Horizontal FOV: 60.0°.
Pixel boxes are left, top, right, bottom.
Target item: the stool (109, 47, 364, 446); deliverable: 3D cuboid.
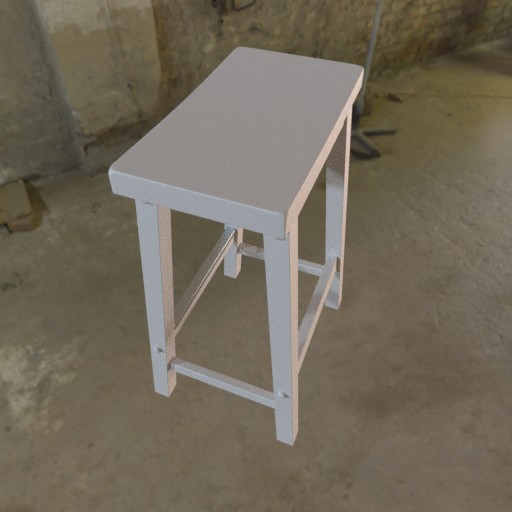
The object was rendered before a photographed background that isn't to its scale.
[{"bbox_3d":[0.000,0.000,0.856,0.322,0.610,0.406,16,48,15],"label":"stool"}]
